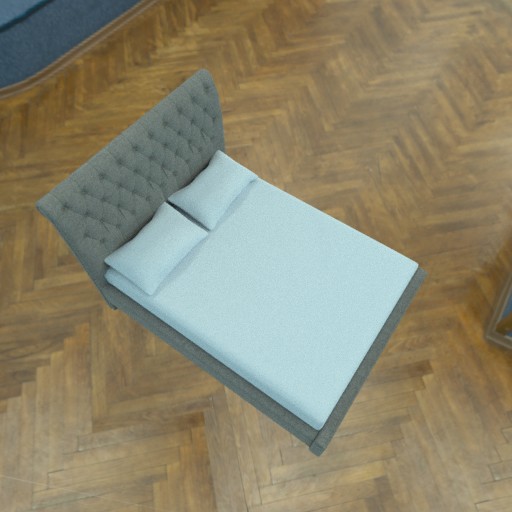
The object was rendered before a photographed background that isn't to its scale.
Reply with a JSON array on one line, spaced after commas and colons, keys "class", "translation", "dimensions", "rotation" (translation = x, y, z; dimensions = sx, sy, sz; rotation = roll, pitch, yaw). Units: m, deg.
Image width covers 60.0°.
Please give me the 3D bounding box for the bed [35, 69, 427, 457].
[{"class": "bed", "translation": [0.000, 0.000, 3.332], "dimensions": [2.252, 1.371, 1.645], "rotation": [31, 63, 18]}]
